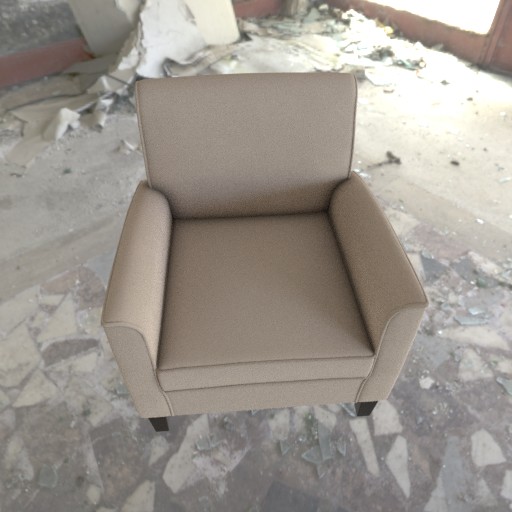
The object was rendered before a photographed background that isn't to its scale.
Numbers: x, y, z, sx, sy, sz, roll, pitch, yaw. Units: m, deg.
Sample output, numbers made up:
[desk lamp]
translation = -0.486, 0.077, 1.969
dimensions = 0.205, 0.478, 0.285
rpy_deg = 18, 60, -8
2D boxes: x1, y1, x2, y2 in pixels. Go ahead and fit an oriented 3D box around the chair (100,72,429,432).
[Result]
[chair]
translation = 0.000, 0.000, 1.490
dimensions = 0.820, 0.915, 0.820
rpy_deg = -3, 45, -3
